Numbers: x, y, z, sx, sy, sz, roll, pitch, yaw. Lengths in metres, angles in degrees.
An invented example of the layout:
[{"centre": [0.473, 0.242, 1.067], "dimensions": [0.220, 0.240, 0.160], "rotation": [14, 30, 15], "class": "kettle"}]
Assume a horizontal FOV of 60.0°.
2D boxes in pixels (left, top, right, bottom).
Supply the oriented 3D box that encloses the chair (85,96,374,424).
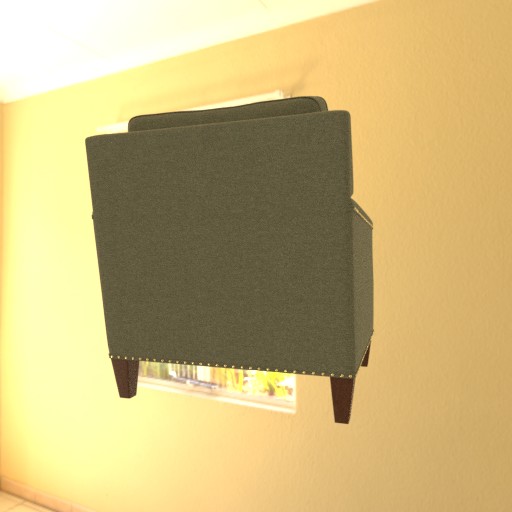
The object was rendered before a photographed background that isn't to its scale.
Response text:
[{"centre": [0.000, 0.000, 1.809], "dimensions": [0.885, 1.031, 1.031], "rotation": [0, 0, 18], "class": "chair"}]
